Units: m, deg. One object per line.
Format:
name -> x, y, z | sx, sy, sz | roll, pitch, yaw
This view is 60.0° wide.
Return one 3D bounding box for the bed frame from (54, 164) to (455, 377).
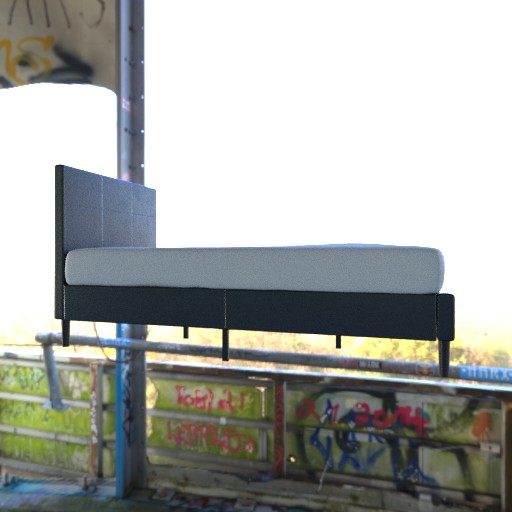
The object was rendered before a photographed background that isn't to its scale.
bed frame -> 0.000, 0.000, 2.534 | 2.152, 1.046, 1.038 | 0, 0, 18
